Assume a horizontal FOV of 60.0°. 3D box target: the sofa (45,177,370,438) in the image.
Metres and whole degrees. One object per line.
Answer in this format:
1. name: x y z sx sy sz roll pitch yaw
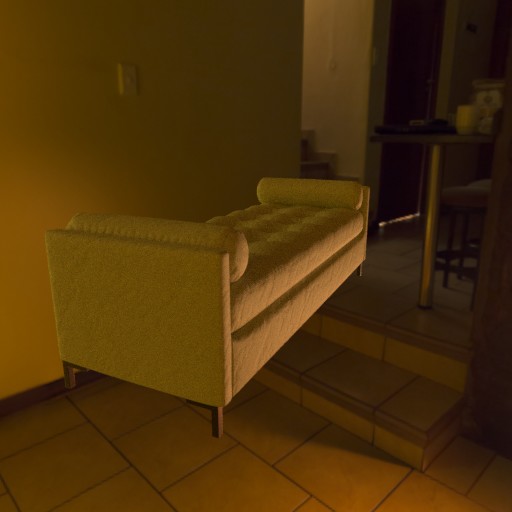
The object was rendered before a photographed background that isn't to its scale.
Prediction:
1. sofa: 0.000 0.000 2.470 0.796 0.705 2.102 7 17 25
